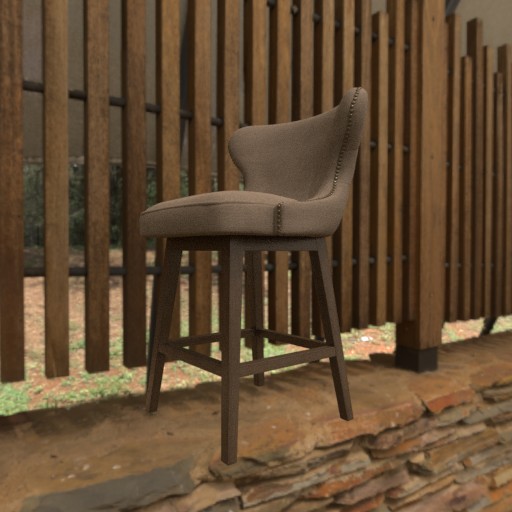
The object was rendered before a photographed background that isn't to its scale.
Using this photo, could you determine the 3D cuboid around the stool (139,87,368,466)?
[{"bbox_3d":[0.000,0.000,1.369,0.597,0.972,0.615,-1,1,-38],"label":"stool"}]
